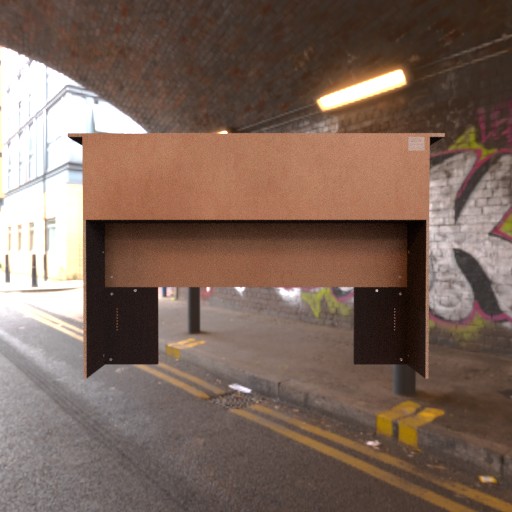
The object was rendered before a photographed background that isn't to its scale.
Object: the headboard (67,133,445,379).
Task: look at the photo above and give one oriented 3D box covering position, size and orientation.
[{"bbox_3d":[0.000,0.000,2.109,1.671,1.092,0.279,0,1,0],"label":"headboard"}]
